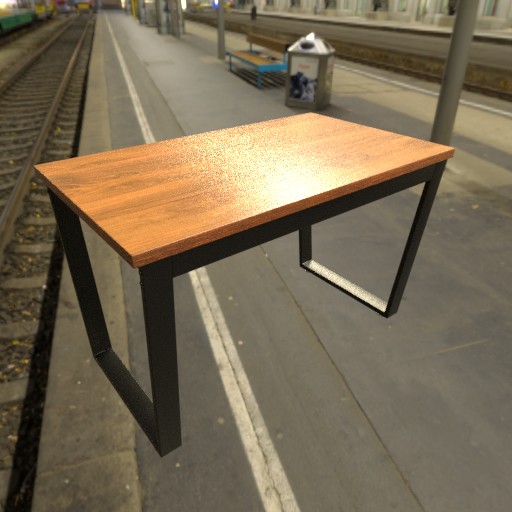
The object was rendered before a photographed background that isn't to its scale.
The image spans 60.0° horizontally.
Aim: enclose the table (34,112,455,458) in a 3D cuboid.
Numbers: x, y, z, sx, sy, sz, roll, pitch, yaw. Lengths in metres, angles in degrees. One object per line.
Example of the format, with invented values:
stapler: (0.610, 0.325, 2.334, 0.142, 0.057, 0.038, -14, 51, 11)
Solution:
table: (0.000, 0.000, 1.652, 1.205, 0.760, 0.714, -22, 36, -32)
